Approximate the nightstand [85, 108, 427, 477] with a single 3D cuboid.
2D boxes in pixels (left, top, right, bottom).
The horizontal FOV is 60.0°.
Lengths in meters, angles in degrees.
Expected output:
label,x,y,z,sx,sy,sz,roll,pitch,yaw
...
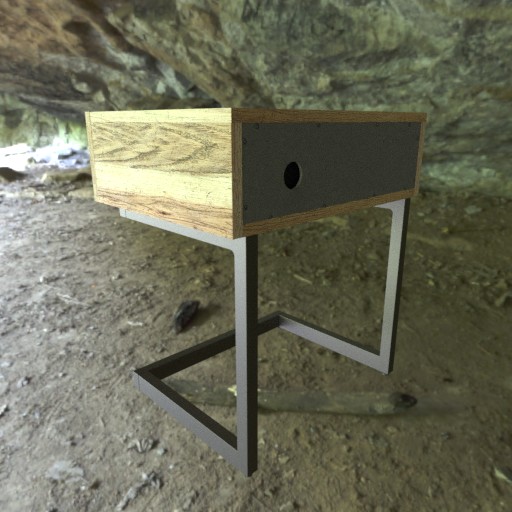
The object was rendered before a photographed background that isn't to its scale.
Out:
label,x,y,z,sx,sy,sz,roll,pitch,yaw
nightstand,0.000,0.000,1.022,0.558,0.632,0.481,-16,23,-42
